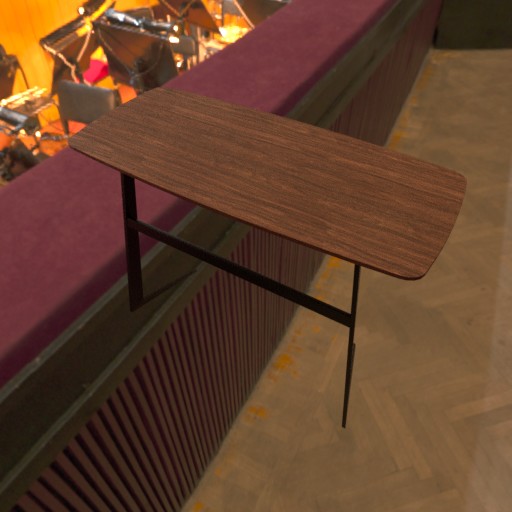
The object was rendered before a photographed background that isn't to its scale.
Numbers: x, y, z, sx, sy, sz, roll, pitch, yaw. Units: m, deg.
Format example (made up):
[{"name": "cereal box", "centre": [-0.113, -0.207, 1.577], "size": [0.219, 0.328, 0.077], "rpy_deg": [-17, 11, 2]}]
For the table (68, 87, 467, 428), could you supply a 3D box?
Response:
[{"name": "table", "centre": [0.000, 0.000, 1.119], "size": [0.804, 0.576, 0.361], "rpy_deg": [23, 50, 21]}]
